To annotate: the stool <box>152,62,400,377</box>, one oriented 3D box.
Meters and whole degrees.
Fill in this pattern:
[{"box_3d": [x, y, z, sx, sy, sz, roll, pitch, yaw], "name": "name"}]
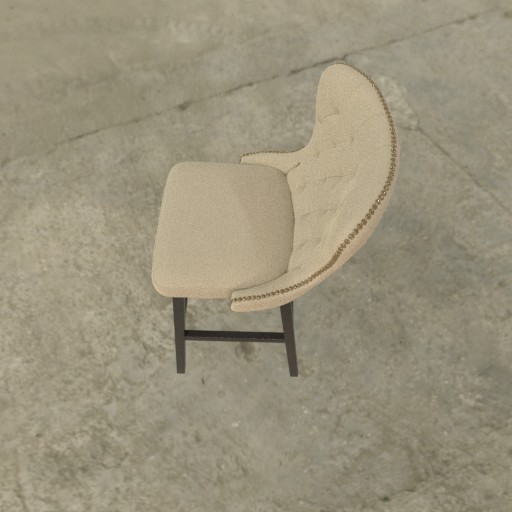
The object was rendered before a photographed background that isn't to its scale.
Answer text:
[{"box_3d": [0.000, 0.000, 1.384, 0.605, 1.066, 0.528, 1, 59, 1], "name": "stool"}]
